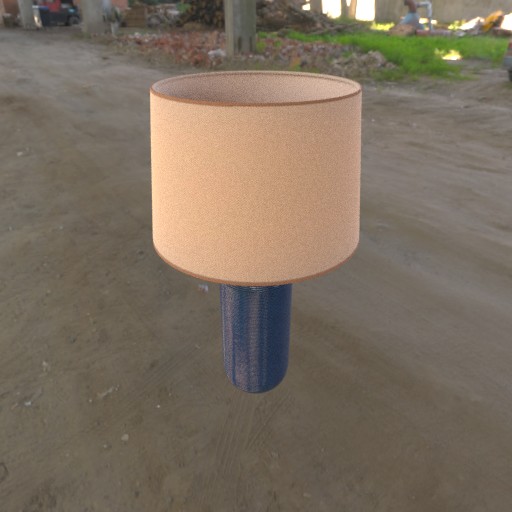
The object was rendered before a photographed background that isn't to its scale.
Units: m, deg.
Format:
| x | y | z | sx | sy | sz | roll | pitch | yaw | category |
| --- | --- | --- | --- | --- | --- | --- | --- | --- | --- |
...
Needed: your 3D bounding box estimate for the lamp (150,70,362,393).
| x | y | z | sx | sy | sz | roll | pitch | yaw | category |
| --- | --- | --- | --- | --- | --- | --- | --- | --- | --- |
| 0.000 | 0.000 | 0.831 | 0.367 | 0.609 | 0.367 | 0 | 29 | 0 | lamp |
